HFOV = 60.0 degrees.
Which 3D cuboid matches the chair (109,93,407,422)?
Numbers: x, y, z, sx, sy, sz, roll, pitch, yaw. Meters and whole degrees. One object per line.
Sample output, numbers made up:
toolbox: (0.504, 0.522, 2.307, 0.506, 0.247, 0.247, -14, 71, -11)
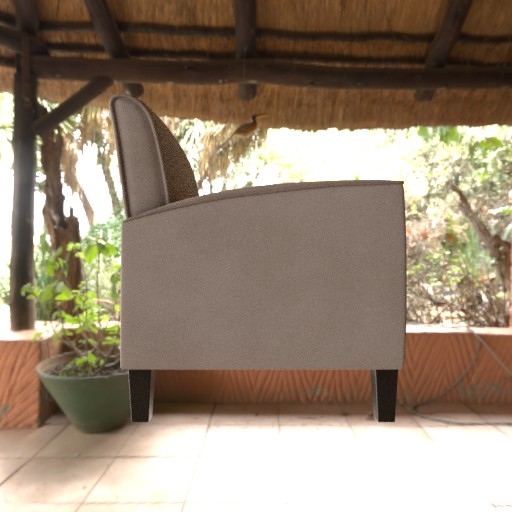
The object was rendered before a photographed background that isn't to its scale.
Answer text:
chair: (0.000, 0.000, 1.576, 0.820, 0.915, 0.820, 0, -2, 0)
